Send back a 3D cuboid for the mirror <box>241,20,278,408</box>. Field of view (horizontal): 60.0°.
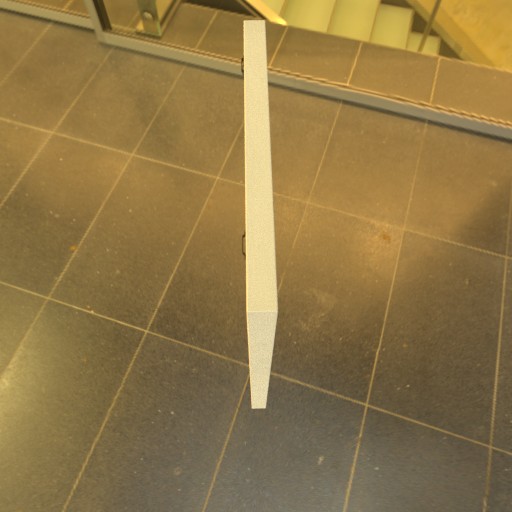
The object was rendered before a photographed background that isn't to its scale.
[{"bbox_3d":[0.000,0.000,0.929,0.040,0.710,0.507,-1,63,-1],"label":"mirror"}]
